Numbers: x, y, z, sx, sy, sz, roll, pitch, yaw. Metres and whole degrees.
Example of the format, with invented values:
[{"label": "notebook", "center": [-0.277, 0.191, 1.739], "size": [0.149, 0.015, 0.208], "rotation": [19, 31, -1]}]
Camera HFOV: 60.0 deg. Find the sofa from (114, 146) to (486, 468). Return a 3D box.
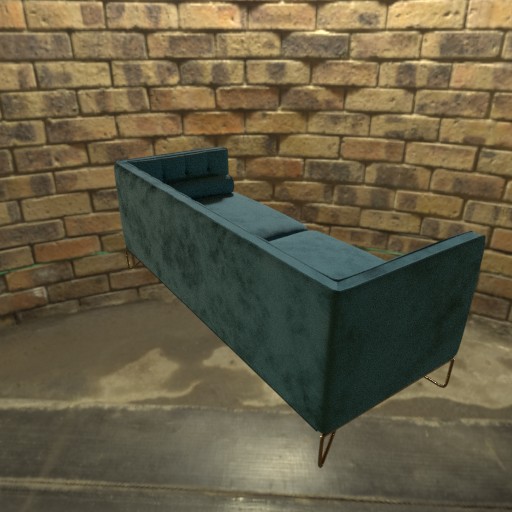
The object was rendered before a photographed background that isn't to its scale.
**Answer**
[{"label": "sofa", "center": [0.000, 0.000, 2.489], "size": [0.867, 0.789, 2.087], "rotation": [-17, 30, -31]}]
